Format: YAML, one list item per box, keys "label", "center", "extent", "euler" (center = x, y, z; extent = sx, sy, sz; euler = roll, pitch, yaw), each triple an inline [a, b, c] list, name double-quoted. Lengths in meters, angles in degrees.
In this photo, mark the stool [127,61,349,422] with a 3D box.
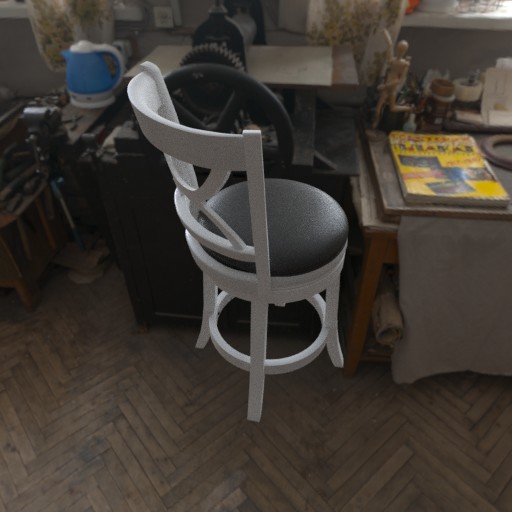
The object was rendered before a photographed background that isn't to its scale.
- label: "stool"
  center: [0.000, 0.000, 1.207]
  extent: [0.508, 0.953, 0.444]
  euler: [-24, 46, -26]
